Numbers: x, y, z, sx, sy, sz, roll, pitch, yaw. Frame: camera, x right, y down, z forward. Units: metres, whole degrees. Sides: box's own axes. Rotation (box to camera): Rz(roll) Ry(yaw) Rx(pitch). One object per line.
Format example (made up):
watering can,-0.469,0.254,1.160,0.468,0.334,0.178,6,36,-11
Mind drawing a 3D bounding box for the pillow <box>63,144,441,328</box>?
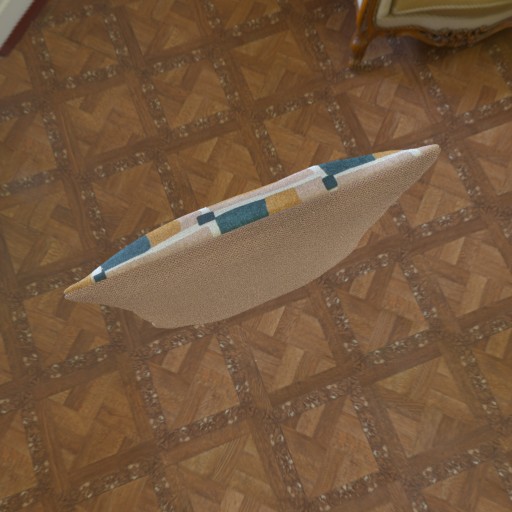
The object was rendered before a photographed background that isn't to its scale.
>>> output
pillow,0.000,0.000,0.748,0.478,0.479,0.158,-22,78,-5
